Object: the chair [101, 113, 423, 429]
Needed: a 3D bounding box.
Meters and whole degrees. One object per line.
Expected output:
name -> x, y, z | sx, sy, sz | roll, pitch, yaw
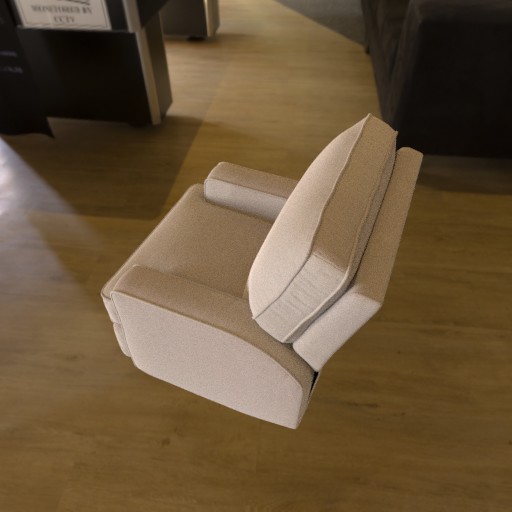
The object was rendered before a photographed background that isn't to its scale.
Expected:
chair -> 0.000, 0.000, 1.699 | 0.969, 0.964, 0.861 | 16, 48, 16
